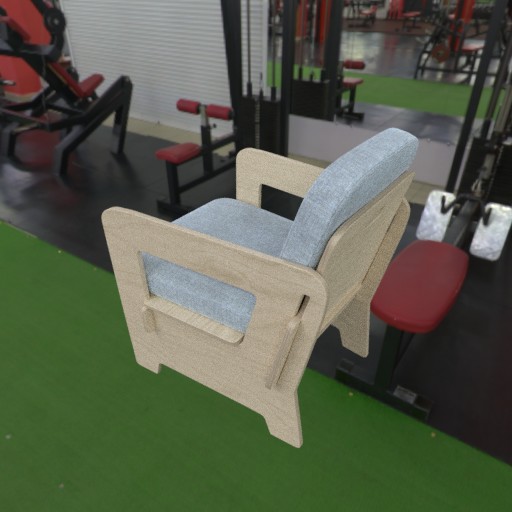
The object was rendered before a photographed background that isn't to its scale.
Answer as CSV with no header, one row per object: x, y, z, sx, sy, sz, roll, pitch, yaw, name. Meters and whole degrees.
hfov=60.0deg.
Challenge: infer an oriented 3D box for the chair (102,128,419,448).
0.000,0.000,1.300,0.710,0.800,0.590,22,39,30,chair
